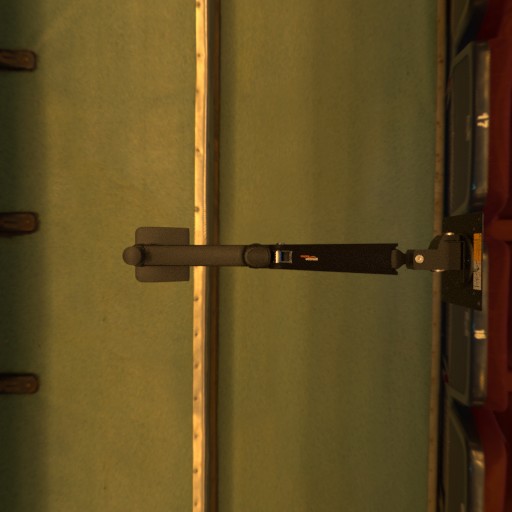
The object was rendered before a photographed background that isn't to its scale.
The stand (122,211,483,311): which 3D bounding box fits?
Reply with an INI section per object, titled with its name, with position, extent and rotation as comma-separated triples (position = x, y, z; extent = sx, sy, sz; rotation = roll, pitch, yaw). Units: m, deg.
[stand]
position = 0.000, 0.000, 0.998
extent = 0.650, 0.713, 0.152
rotation = 0, 91, -1
